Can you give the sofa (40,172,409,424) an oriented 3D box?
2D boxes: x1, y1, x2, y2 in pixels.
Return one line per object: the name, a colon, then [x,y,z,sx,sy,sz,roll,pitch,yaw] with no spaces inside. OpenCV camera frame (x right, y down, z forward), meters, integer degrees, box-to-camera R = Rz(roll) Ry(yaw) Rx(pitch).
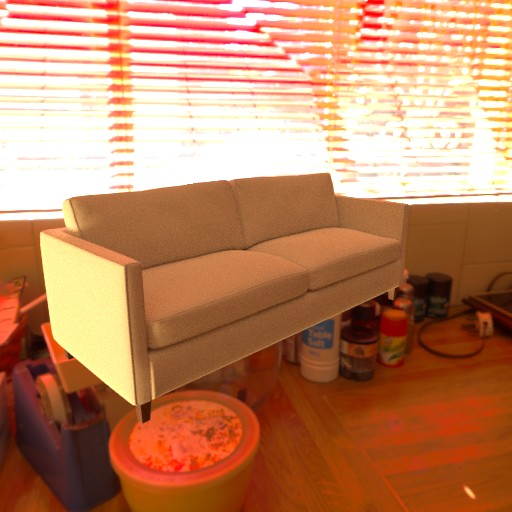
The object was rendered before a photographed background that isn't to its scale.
sofa: [0.000,0.000,2.898,2.361,0.962,0.951,-14,21,-42]
